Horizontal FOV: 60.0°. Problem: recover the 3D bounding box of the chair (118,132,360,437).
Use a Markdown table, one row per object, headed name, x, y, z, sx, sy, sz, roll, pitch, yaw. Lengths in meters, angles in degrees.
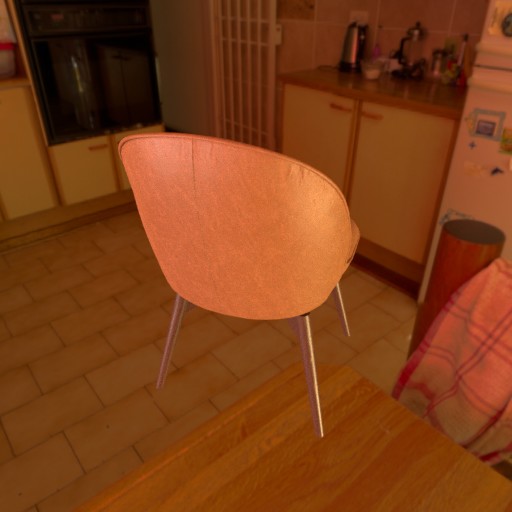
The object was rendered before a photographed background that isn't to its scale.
| name | x | y | z | sx | sy | sz | roll | pitch | yaw |
| --- | --- | --- | --- | --- | --- | --- | --- | --- | --- |
| chair | 0.000 | 0.000 | 1.206 | 0.521 | 0.831 | 0.631 | 11 | 33 | 17 |
